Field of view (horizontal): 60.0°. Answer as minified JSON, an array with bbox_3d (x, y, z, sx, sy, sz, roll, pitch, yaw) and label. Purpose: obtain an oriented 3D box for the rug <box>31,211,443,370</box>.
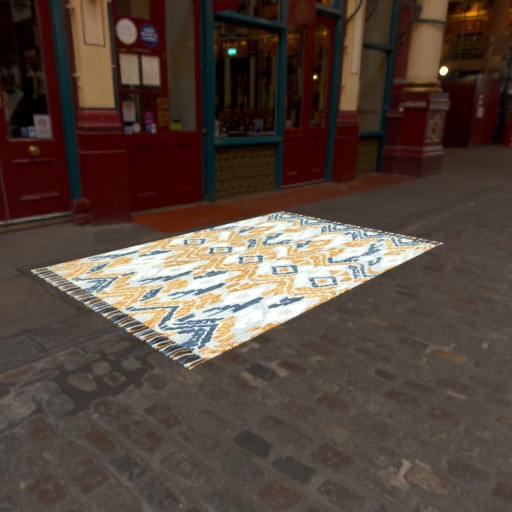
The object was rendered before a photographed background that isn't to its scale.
[{"bbox_3d":[0.000,0.000,2.326,1.230,0.008,1.827,17,25,41],"label":"rug"}]
